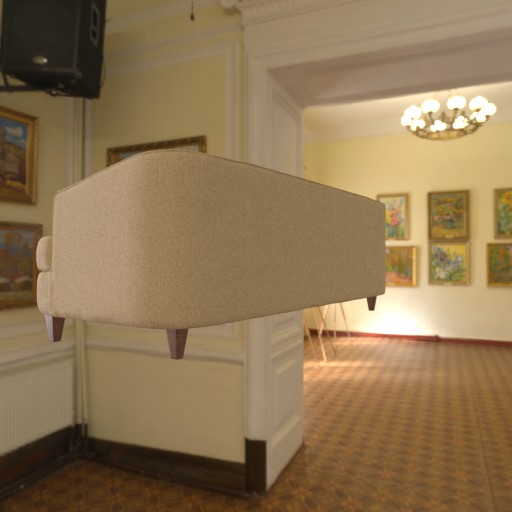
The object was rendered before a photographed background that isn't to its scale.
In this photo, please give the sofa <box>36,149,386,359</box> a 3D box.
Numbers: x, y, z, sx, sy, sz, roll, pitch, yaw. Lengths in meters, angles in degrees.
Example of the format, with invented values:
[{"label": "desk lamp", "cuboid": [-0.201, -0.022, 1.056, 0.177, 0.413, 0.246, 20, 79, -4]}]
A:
[{"label": "sofa", "cuboid": [0.000, 0.000, 2.654, 0.913, 0.788, 2.235, 0, 0, 36]}]
